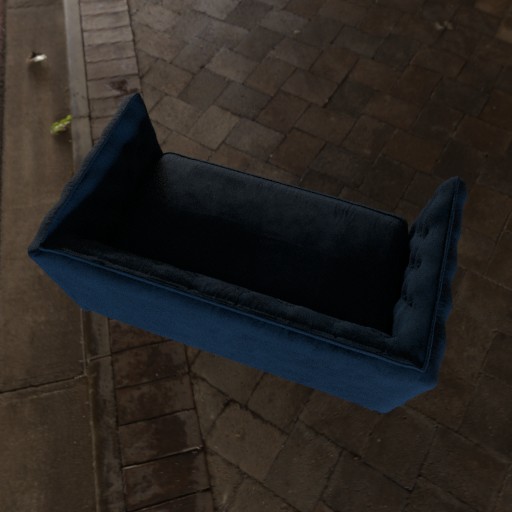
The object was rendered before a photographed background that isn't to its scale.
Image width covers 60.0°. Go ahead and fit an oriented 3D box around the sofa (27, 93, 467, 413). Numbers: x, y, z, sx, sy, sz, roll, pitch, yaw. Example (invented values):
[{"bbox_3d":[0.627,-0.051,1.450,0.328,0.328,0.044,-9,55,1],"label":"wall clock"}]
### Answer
[{"bbox_3d":[0.000,0.000,2.071,1.583,0.810,0.909,17,64,8],"label":"sofa"}]
